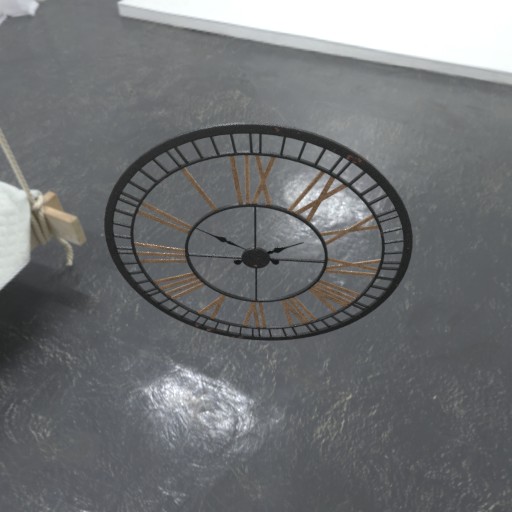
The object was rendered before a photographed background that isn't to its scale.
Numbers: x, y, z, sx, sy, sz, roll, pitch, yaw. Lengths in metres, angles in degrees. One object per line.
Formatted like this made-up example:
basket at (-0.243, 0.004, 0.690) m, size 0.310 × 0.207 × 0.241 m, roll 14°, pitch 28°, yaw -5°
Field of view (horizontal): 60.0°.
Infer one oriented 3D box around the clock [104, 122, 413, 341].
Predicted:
clock at (0.000, 0.000, 1.254) m, size 0.843 × 0.843 × 0.025 m, roll 3°, pitch 47°, yaw 3°
